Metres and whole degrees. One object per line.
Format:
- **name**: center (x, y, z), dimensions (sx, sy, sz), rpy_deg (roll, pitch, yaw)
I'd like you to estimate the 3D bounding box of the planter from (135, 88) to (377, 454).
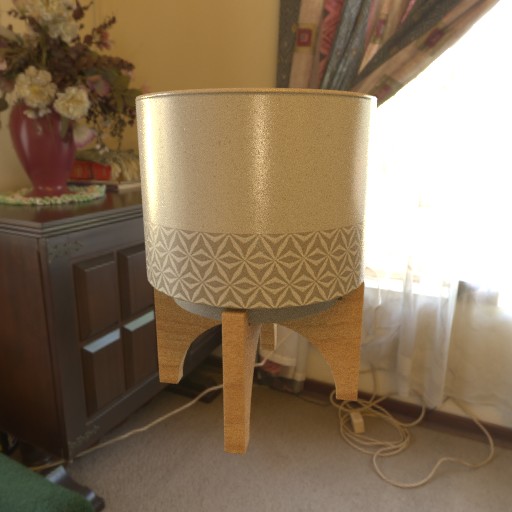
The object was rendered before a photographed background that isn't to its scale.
- **planter**: center (0.000, 0.000, 0.516), dimensions (0.249, 0.343, 0.249), rpy_deg (0, 15, 0)
